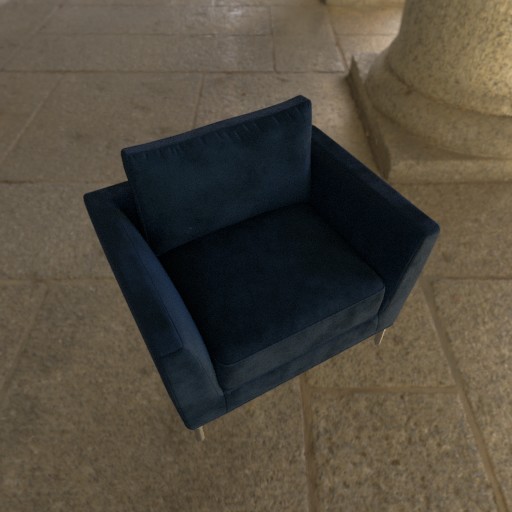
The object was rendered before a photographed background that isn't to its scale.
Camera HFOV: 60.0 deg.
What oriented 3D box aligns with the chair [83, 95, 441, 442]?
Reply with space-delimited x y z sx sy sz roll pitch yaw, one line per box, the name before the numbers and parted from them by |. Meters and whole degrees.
chair | 0.000 0.000 1.633 0.977 0.893 0.746 -22 51 -20
